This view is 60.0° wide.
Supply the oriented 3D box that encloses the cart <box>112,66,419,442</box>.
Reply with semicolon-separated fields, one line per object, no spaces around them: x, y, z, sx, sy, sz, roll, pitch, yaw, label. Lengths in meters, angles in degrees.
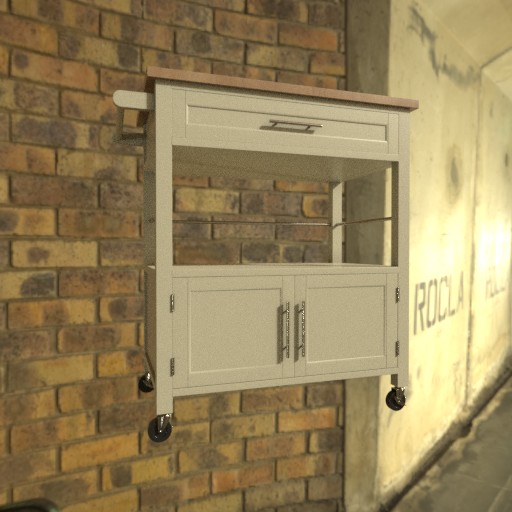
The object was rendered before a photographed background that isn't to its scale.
0.000;0.000;1.368;0.840;0.901;0.459;0;1;-18;cart
